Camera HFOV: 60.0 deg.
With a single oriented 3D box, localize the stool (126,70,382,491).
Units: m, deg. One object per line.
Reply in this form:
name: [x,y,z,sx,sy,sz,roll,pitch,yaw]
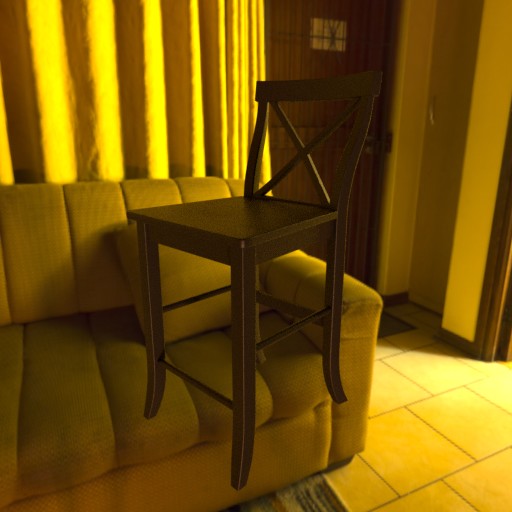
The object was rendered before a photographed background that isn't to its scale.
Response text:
stool: [0.000,0.000,1.267,0.452,0.989,0.559,15,22,42]
